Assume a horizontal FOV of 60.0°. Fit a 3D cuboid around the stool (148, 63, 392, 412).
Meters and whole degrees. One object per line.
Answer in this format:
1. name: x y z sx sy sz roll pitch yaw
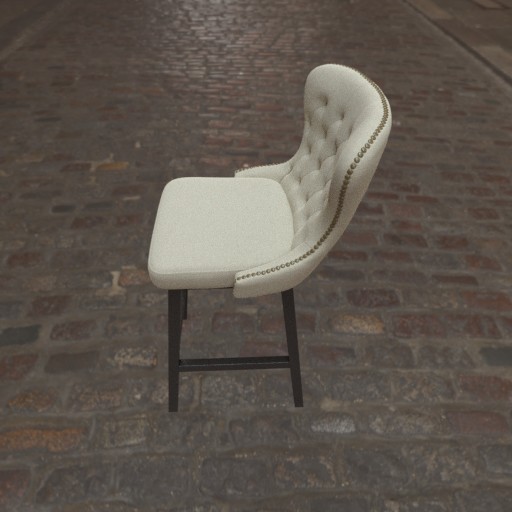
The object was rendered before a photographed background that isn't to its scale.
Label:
1. stool: 0.000 0.000 1.308 0.593 0.971 0.528 -2 41 -2
